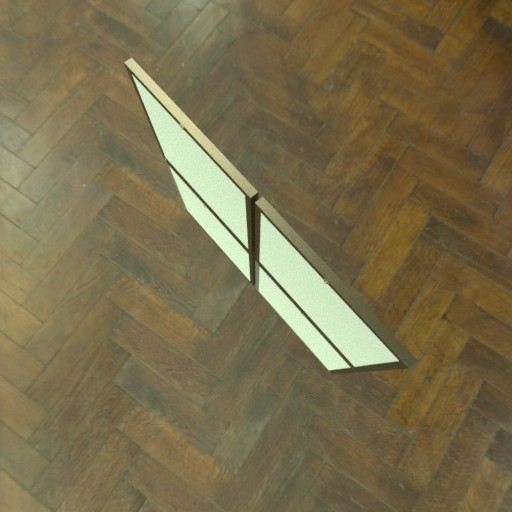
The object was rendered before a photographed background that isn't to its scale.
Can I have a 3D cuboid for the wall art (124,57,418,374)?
[{"bbox_3d":[0.000,0.000,1.556,0.030,1.032,1.032,-40,78,-10],"label":"wall art"}]
